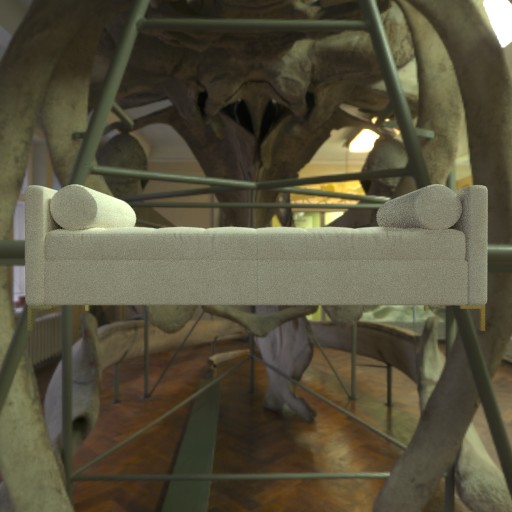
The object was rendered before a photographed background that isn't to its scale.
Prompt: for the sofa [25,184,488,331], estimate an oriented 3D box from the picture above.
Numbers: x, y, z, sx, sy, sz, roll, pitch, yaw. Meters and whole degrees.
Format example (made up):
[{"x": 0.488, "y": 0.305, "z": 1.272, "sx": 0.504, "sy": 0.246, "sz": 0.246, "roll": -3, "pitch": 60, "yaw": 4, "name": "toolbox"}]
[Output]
[{"x": 0.000, "y": 0.000, "z": 2.227, "sx": 1.981, "sy": 0.635, "sz": 0.686, "roll": 0, "pitch": 1, "yaw": 0, "name": "sofa"}]
